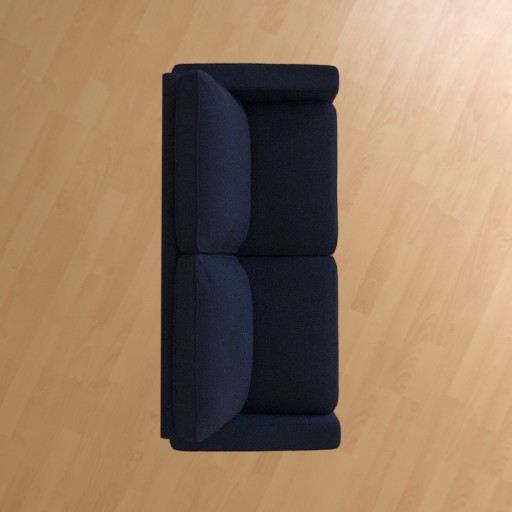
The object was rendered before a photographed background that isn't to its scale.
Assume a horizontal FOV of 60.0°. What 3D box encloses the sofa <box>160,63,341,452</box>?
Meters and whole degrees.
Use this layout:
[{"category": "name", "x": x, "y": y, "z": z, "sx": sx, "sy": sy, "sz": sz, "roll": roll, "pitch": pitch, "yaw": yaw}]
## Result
[{"category": "sofa", "x": 0.000, "y": 0.000, "z": 2.501, "sx": 0.940, "sy": 0.919, "sz": 2.080, "roll": 0, "pitch": 89, "yaw": -2}]
